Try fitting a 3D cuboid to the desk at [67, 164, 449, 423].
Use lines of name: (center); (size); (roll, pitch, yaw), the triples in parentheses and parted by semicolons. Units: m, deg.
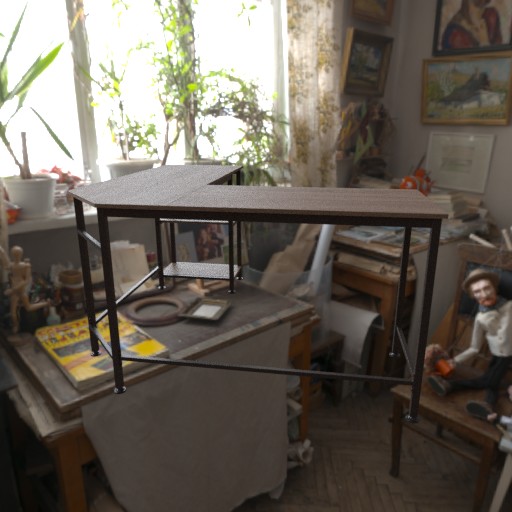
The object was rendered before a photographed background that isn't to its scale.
desk: (0.000, 0.000, 2.179); (1.379, 0.739, 1.379); (3, 17, 9)
